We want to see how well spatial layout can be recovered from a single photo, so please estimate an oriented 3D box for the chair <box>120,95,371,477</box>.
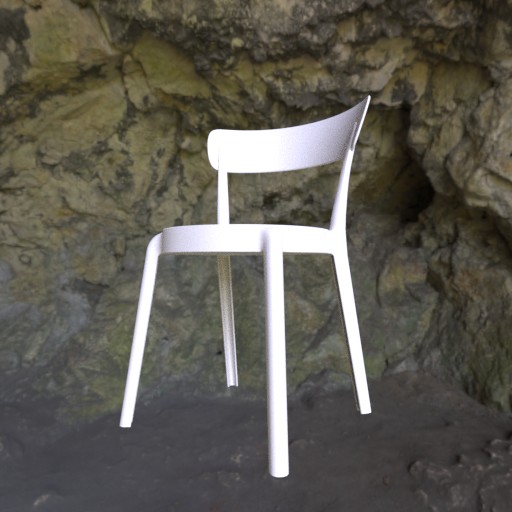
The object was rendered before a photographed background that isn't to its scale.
[{"bbox_3d":[0.000,0.000,1.109,0.506,0.790,0.491,-1,-1,35],"label":"chair"}]
